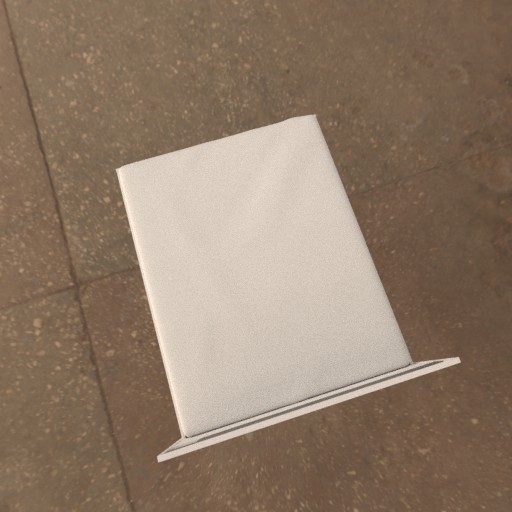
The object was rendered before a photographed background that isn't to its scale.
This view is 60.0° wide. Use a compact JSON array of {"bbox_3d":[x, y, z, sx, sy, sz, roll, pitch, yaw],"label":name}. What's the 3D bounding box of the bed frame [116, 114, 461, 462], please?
[{"bbox_3d":[0.000,0.000,3.125,1.711,1.001,2.100,-17,75,-5],"label":"bed frame"}]
